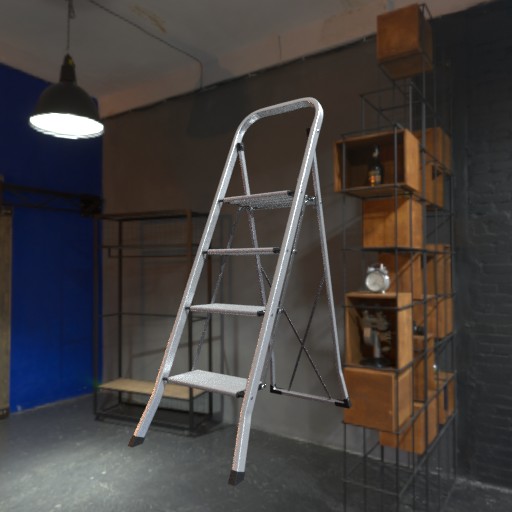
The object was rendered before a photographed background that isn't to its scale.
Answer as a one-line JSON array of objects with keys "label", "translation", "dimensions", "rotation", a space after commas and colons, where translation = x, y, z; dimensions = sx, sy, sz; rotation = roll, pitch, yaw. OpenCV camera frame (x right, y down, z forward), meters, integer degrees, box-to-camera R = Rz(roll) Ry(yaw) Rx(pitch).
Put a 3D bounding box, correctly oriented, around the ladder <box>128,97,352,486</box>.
[{"label": "ladder", "translation": [0.000, 0.000, 1.705], "dimensions": [0.465, 1.290, 0.830], "rotation": [-1, -2, 36]}]
